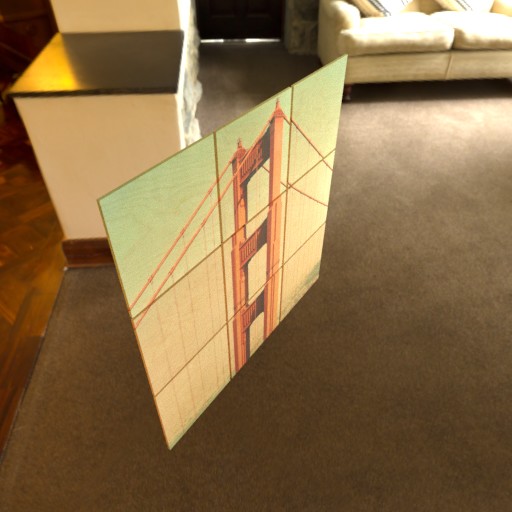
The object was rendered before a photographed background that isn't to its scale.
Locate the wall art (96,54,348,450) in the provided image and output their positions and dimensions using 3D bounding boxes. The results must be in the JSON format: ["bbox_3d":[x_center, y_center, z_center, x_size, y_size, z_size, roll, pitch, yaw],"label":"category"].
[{"bbox_3d":[0.000,0.000,2.198,0.013,1.523,1.517,25,48,26],"label":"wall art"}]
